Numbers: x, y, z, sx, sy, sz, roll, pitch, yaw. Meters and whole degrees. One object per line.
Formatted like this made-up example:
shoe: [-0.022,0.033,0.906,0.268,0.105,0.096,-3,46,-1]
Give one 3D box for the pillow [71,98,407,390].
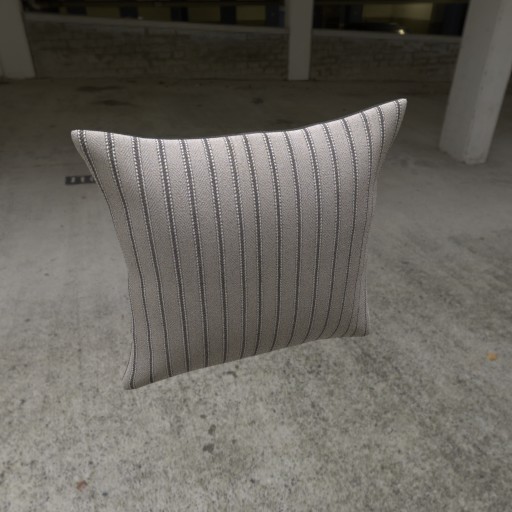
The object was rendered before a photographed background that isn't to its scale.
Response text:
pillow: [0.000,0.000,0.695,0.468,0.444,0.138,-10,33,-15]
